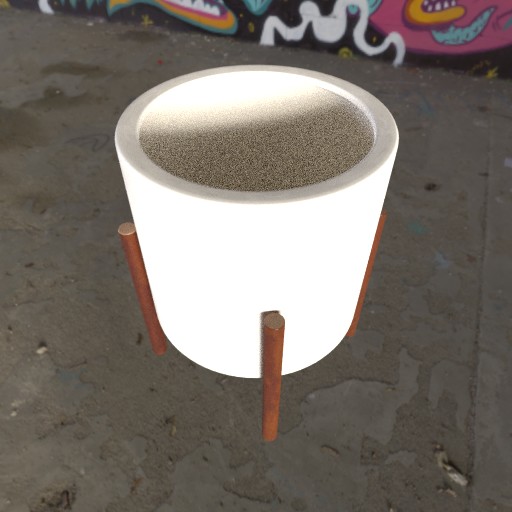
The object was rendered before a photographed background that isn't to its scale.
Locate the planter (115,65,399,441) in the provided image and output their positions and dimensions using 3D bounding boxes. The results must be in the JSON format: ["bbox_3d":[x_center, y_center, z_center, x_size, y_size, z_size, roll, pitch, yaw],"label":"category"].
[{"bbox_3d":[0.000,0.000,0.872,0.420,0.581,0.421,32,53,28],"label":"planter"}]
